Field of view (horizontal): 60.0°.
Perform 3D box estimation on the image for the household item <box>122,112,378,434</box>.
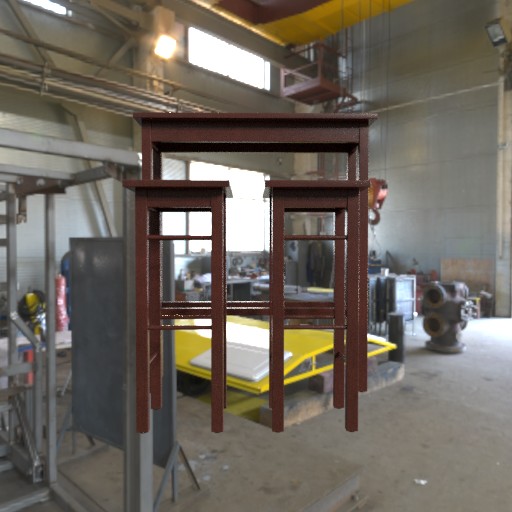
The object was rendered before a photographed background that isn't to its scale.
[{"bbox_3d":[0.000,0.000,1.630,0.914,1.067,0.676,0,1,-1],"label":"household item"}]
